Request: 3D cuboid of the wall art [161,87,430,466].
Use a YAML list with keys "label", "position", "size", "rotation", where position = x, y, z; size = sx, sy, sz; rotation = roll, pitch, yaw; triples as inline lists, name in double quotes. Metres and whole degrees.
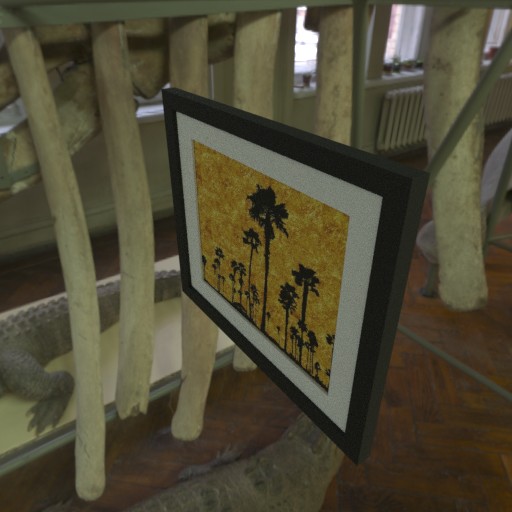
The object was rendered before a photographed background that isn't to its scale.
- label: "wall art"
  position: [0.000, 0.000, 0.753]
  size: [0.028, 0.460, 0.561]
  rotation: [-21, 37, -30]
